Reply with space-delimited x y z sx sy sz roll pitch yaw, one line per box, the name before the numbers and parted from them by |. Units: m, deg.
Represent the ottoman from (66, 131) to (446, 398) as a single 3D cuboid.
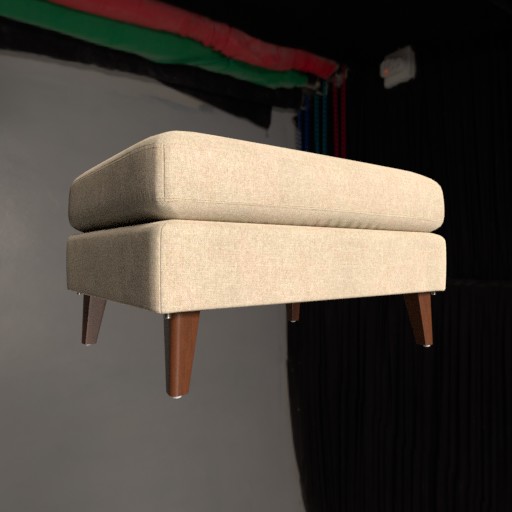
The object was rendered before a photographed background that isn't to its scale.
ottoman | 0.000 0.000 1.175 0.823 0.478 0.610 0 0 -36
